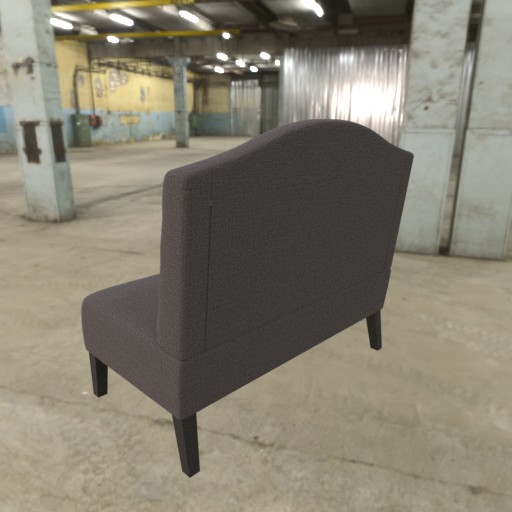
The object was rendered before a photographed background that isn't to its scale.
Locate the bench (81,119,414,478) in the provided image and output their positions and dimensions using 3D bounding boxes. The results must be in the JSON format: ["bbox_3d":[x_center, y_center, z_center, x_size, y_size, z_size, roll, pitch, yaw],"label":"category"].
[{"bbox_3d":[0.000,0.000,2.006,0.815,1.180,1.335,16,23,42],"label":"bench"}]
